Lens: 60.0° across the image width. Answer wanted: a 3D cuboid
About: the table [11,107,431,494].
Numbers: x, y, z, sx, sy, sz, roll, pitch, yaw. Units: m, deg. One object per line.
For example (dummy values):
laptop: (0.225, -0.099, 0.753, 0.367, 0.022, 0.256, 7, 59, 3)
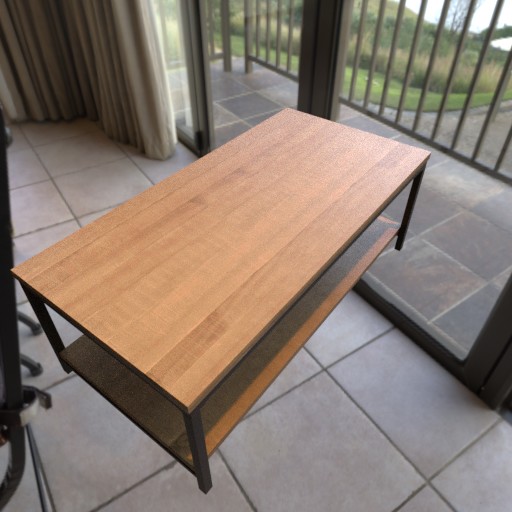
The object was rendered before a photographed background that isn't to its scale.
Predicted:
table: (0.000, 0.000, 1.330, 0.551, 0.399, 1.100, 27, 49, 27)
